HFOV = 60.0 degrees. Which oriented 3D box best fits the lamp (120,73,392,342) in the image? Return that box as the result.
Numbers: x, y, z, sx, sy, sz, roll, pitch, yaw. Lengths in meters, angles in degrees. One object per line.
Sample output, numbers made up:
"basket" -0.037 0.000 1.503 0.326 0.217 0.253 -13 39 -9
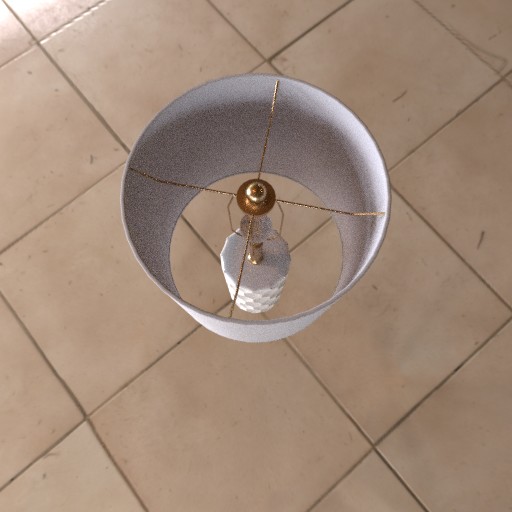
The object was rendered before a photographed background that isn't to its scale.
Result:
"lamp" 0.000 0.000 0.712 0.277 0.537 0.277 -40 79 -10
